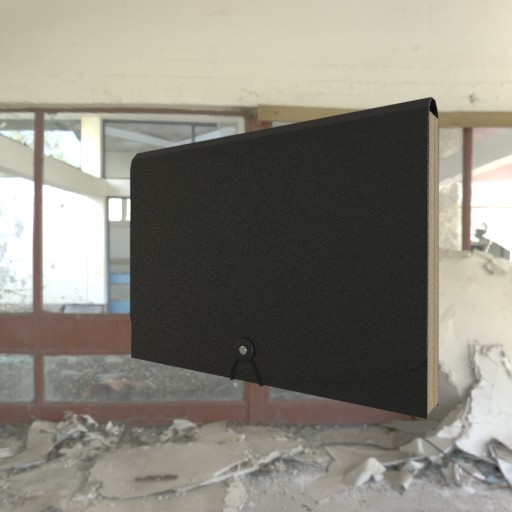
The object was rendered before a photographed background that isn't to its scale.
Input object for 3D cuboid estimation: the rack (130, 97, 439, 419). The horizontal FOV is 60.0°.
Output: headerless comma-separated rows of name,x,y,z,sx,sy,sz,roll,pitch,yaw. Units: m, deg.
rack,0.000,0.000,0.432,0.330,0.241,0.041,0,1,35
